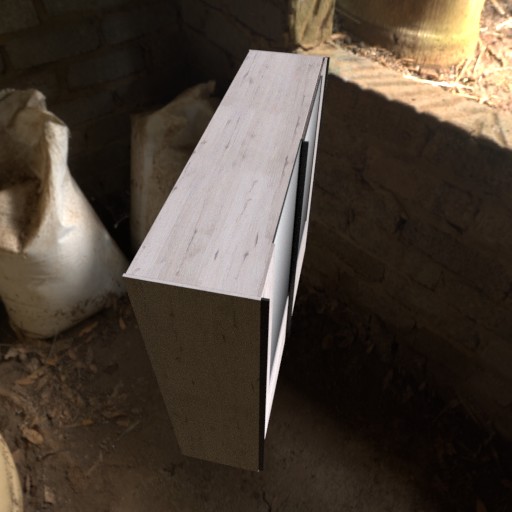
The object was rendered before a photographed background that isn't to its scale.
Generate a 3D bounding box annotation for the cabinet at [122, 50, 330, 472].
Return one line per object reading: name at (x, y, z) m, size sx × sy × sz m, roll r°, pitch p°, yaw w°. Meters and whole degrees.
cabinet at (0.000, 0.000, 3.533) m, size 0.660 × 2.180 × 2.500 m, roll 9°, pitch 47°, yaw 8°
